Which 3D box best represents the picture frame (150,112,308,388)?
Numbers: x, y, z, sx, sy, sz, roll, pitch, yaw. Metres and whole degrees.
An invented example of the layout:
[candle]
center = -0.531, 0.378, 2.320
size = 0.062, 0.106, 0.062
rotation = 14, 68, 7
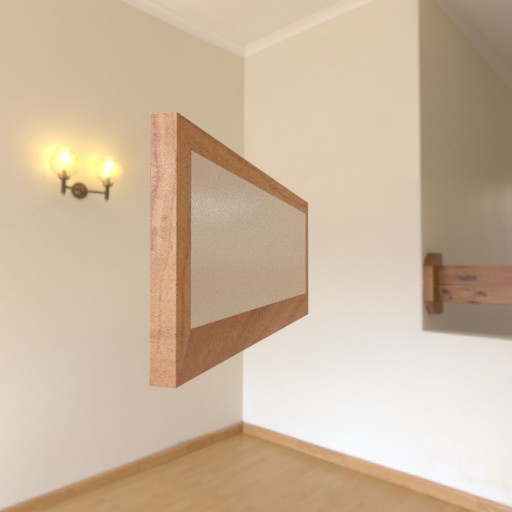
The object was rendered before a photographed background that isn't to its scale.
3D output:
[picture frame]
center = 0.000, 0.000, 0.658
size = 0.045, 0.234, 0.582
rotation = 0, -1, 18
